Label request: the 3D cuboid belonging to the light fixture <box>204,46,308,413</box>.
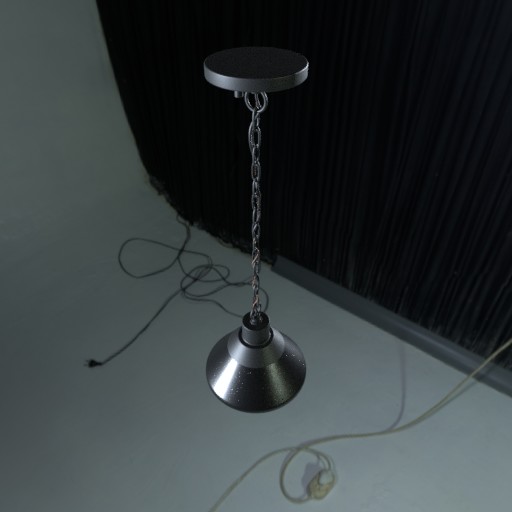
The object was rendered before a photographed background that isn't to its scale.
[{"bbox_3d":[0.000,0.000,0.701,0.201,0.588,0.201,23,45,25],"label":"light fixture"}]
